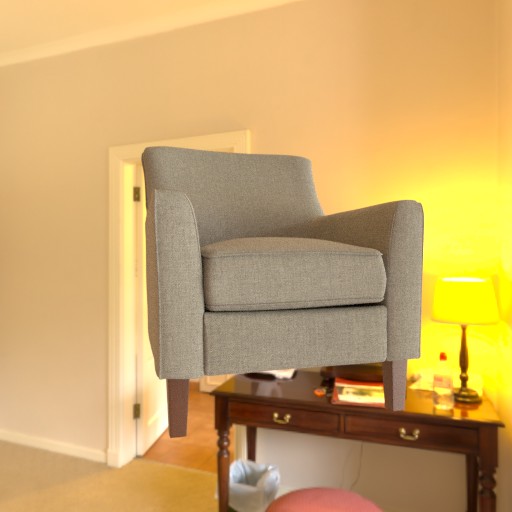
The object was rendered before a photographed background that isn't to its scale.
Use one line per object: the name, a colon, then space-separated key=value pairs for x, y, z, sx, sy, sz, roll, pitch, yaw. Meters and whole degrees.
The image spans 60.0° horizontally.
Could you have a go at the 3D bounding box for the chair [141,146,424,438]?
chair: x=0.000 y=0.000 z=1.799 sx=0.887 sy=1.047 sz=0.993 roll=0 pitch=0 yaw=-17
